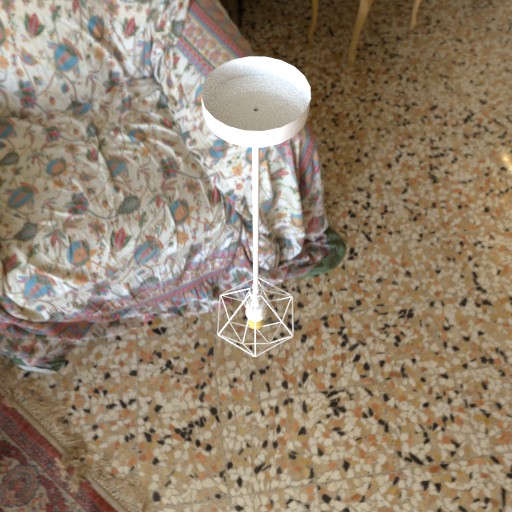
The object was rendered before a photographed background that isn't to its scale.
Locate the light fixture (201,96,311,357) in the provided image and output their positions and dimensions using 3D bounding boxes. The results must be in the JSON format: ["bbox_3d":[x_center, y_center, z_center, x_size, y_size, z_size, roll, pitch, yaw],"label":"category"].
[{"bbox_3d":[0.000,0.000,1.952,0.431,1.764,0.487,1,60,1],"label":"light fixture"}]
